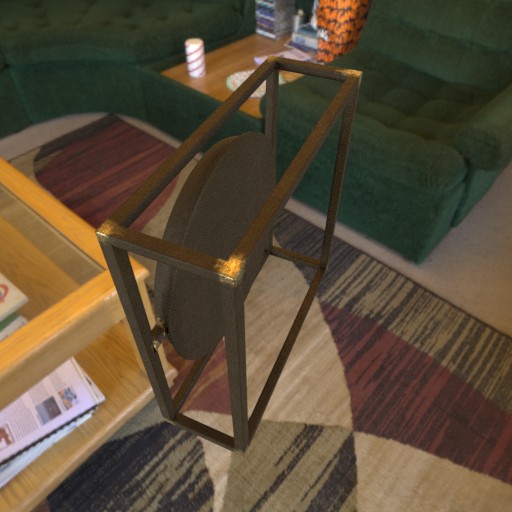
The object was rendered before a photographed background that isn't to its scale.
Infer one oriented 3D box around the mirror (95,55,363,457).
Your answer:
[{"bbox_3d":[0.000,0.000,0.487,0.107,0.303,0.306,18,49,16],"label":"mirror"}]
